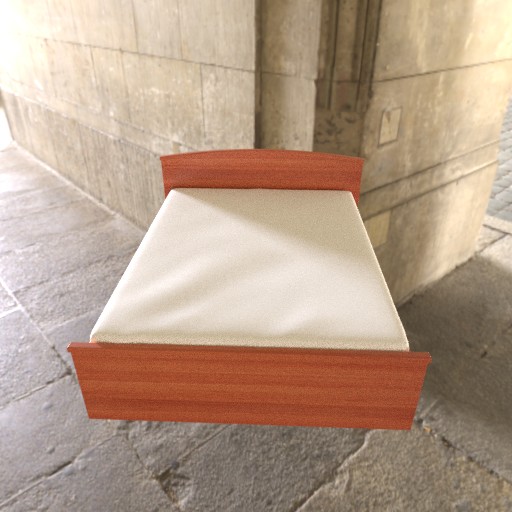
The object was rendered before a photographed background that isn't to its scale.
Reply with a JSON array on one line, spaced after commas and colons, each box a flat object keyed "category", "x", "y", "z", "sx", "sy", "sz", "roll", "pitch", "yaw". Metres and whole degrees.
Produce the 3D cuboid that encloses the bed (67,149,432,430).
[{"category": "bed", "x": 0.000, "y": 0.000, "z": 2.965, "sx": 1.683, "sy": 0.848, "sz": 2.053, "roll": 1, "pitch": 30, "yaw": 2}]
